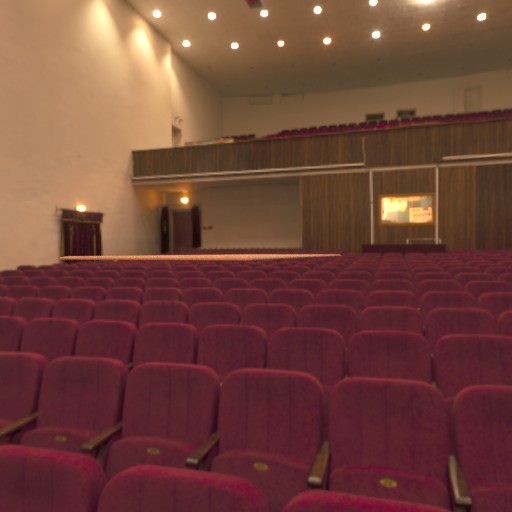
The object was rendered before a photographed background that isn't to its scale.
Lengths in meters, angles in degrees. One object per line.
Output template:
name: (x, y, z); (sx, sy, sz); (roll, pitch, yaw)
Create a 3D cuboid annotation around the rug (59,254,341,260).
rug: (0.000, 0.000, 2.392); (0.662, 0.011, 2.196); (0, 0, 17)
